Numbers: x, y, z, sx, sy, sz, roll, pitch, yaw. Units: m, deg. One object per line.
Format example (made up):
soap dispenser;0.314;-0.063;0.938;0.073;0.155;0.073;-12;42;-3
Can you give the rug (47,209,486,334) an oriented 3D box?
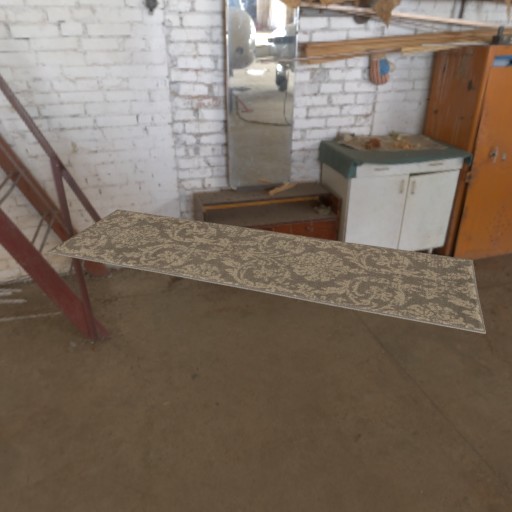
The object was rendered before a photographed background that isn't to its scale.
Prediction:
rug;0.000;0.000;2.385;2.196;0.011;0.662;9;29;17
